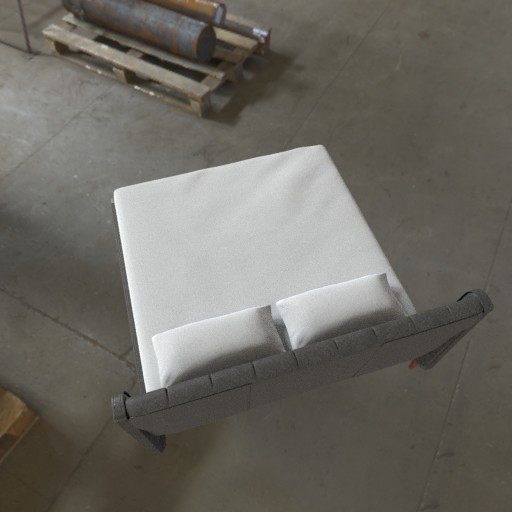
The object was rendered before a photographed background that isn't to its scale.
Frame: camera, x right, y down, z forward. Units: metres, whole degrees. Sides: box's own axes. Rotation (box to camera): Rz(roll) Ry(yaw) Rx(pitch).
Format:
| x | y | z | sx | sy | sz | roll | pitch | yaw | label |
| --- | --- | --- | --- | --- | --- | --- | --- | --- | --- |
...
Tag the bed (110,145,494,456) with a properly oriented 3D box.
| x | y | z | sx | sy | sz | roll | pitch | yaw | label |
| --- | --- | --- | --- | --- | --- | --- | --- | --- | --- |
| 0.000 | 0.000 | 3.070 | 1.903 | 1.158 | 2.031 | -14 | 58 | -9 | bed |
